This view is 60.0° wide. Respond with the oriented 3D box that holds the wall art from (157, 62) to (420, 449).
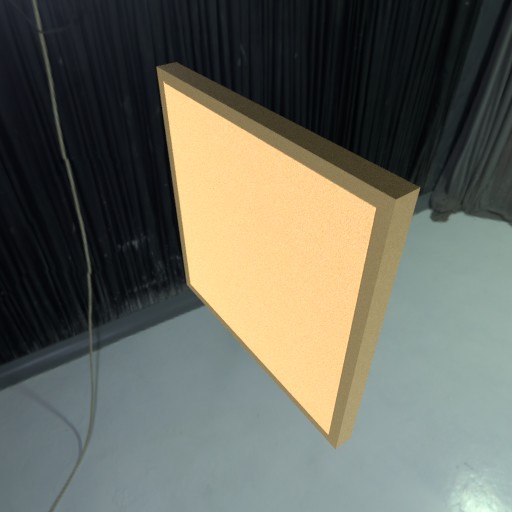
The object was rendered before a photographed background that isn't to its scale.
[{"bbox_3d":[0.000,0.000,1.924,0.095,1.284,1.284,-26,47,-27],"label":"wall art"}]
